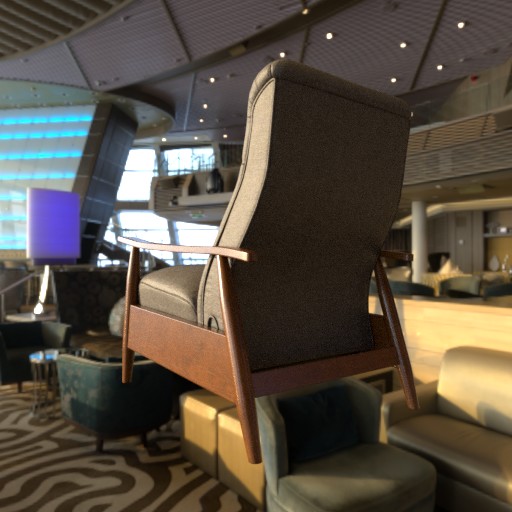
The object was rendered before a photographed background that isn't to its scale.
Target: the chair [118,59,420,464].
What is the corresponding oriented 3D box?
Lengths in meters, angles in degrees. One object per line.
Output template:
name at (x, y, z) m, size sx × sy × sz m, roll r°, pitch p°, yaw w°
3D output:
chair at (0.000, 0.000, 1.750) m, size 0.762 × 1.081 × 1.014 m, roll 0°, pitch -1°, yaw -36°
